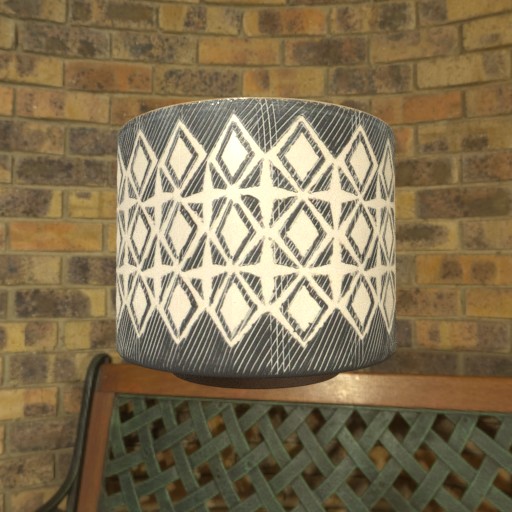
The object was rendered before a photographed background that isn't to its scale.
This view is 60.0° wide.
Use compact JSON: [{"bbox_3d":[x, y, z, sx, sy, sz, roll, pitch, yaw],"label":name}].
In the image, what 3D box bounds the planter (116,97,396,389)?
[{"bbox_3d":[0.000,0.000,0.211,0.126,0.104,0.126,0,-1,0],"label":"planter"}]
